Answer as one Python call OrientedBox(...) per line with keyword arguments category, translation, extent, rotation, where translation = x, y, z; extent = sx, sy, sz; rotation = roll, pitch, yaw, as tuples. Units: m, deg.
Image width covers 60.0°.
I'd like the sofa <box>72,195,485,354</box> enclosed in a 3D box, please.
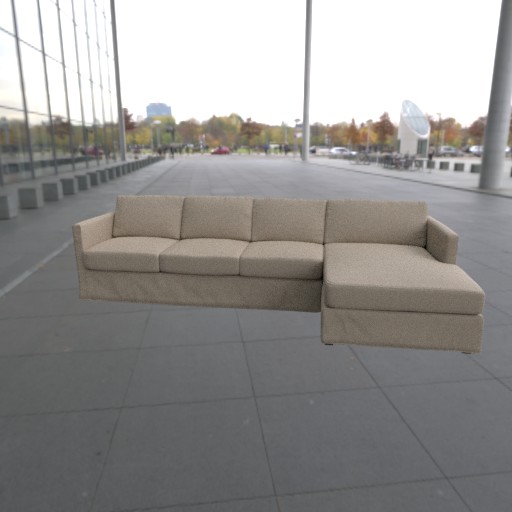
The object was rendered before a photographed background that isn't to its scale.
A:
OrientedBox(category="sofa", translation=(0.000, 0.000, 3.753), extent=(3.177, 0.867, 1.622), rotation=(2, 14, 8))
